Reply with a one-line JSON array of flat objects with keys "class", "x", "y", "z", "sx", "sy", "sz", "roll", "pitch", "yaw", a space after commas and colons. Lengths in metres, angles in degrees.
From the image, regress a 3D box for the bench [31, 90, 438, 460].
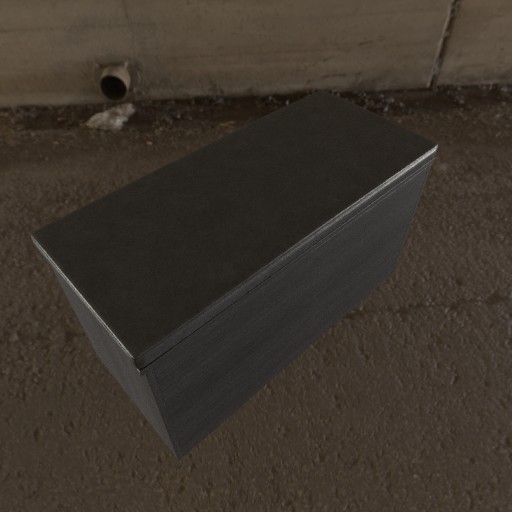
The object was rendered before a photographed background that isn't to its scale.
[{"class": "bench", "x": 0.000, "y": 0.000, "z": 1.196, "sx": 0.905, "sy": 0.501, "sz": 0.401, "roll": -34, "pitch": 56, "yaw": -27}]
